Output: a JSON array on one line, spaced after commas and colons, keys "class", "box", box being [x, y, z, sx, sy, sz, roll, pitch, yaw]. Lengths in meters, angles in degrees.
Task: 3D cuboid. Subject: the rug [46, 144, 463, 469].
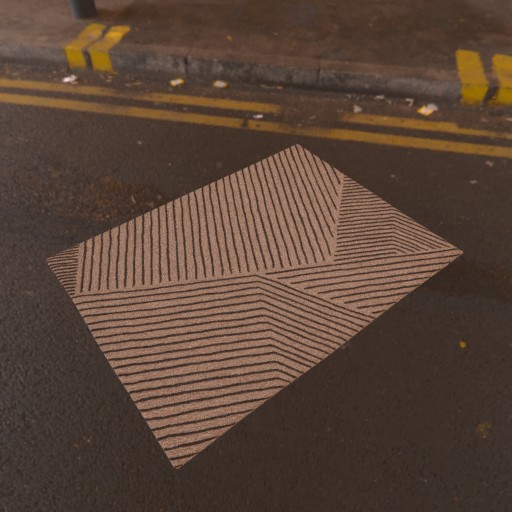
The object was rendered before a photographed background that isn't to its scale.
[{"class": "rug", "box": [0.000, 0.000, 3.225, 2.449, 0.028, 1.829, -30, 53, -25]}]
